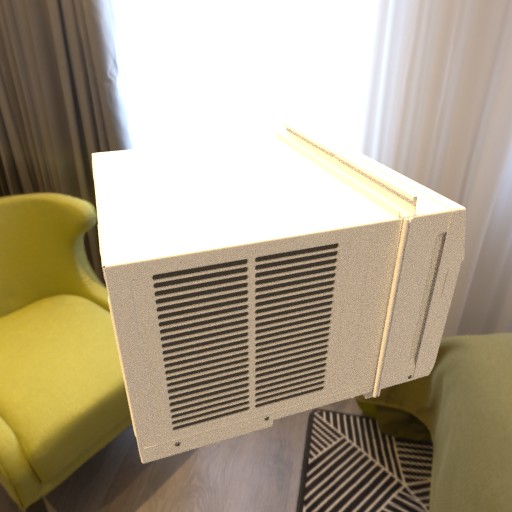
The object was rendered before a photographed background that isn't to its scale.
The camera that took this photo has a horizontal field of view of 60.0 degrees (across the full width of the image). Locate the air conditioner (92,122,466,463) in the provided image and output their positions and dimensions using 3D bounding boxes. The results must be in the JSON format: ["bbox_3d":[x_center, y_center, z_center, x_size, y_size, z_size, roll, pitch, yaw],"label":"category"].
[{"bbox_3d":[0.000,0.000,0.866,0.546,0.388,0.503,-10,31,-17],"label":"air conditioner"}]
